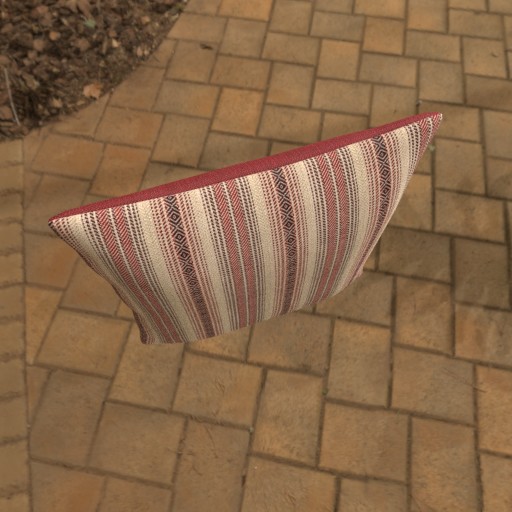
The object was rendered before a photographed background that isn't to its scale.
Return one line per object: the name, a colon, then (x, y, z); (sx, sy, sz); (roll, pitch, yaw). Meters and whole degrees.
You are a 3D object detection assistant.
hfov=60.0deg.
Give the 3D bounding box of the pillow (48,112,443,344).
pillow: (0.000, 0.000, 0.758); (0.513, 0.497, 0.166); (-17, 66, -8)
